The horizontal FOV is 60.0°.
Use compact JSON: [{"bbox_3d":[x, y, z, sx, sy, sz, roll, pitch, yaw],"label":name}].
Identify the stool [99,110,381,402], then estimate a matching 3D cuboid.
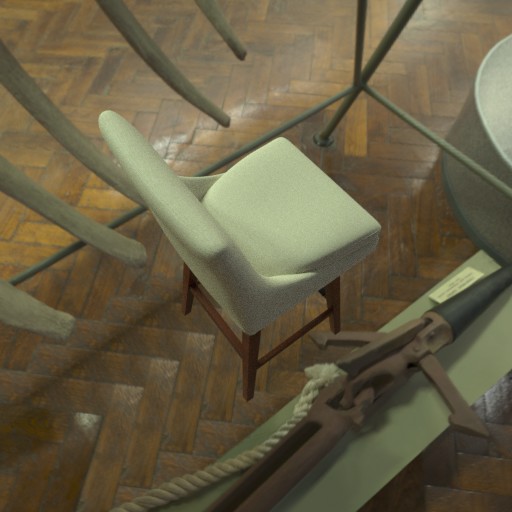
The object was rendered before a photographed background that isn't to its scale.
[{"bbox_3d":[0.000,0.000,1.378,0.559,1.097,0.470,-33,64,-18],"label":"stool"}]
